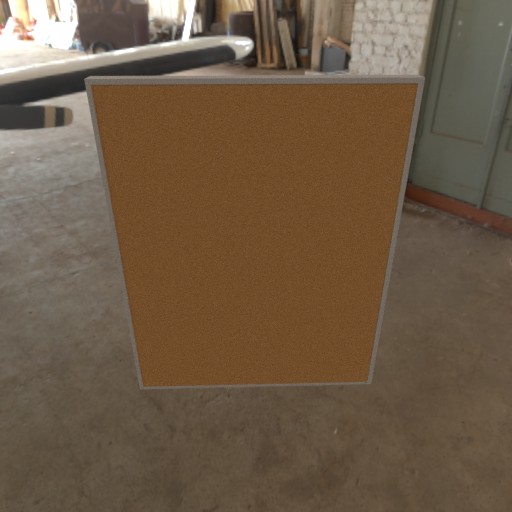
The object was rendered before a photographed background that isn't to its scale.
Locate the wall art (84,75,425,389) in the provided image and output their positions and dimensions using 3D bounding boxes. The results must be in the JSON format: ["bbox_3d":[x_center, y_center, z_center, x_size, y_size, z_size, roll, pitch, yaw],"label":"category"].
[{"bbox_3d":[0.000,0.000,1.007,0.611,0.763,0.055,-1,30,-1],"label":"wall art"}]
